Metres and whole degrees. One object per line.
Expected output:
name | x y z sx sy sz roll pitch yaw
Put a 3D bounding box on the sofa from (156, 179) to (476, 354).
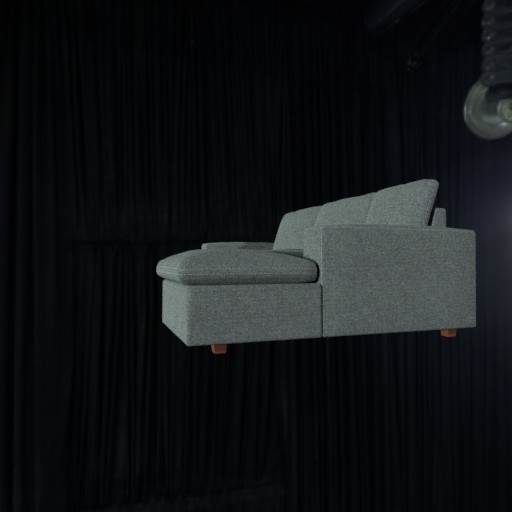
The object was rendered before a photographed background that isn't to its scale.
sofa | 0.000 0.000 3.506 1.689 0.940 2.718 0 -1 -20
